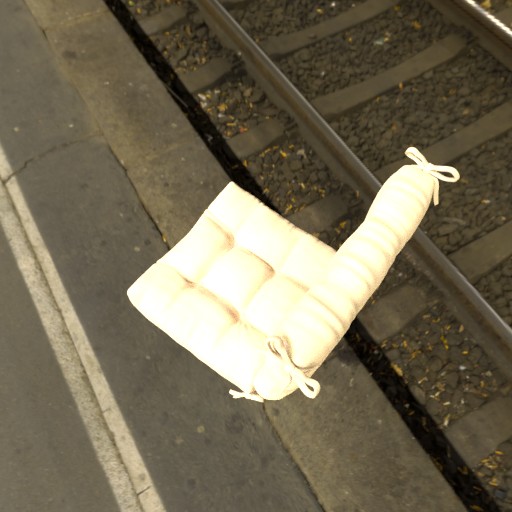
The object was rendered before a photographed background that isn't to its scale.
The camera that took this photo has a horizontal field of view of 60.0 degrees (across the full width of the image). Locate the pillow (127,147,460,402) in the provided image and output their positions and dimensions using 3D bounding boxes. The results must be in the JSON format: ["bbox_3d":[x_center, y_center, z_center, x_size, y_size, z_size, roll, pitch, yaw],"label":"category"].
[{"bbox_3d":[0.000,0.000,1.042,0.571,0.605,0.519,34,69,15],"label":"pillow"}]
